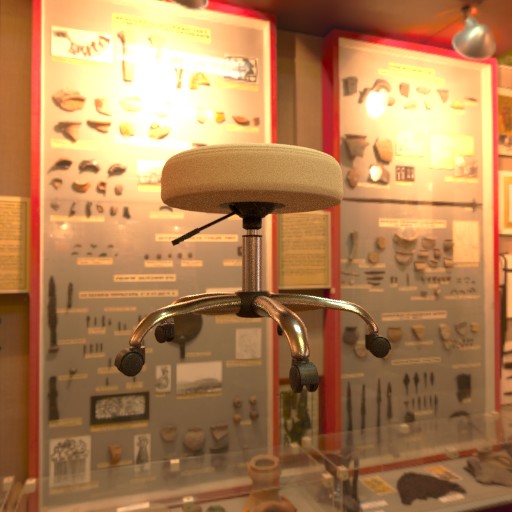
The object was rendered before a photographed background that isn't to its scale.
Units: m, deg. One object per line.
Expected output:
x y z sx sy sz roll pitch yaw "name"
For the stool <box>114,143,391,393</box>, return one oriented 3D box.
0.000 0.000 1.046 0.634 0.482 0.614 0 -1 -17 "stool"
